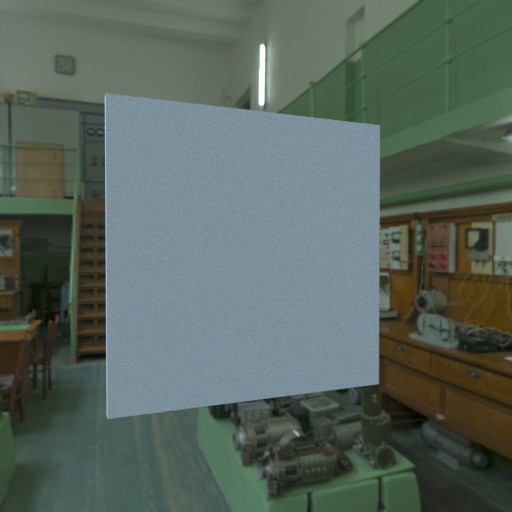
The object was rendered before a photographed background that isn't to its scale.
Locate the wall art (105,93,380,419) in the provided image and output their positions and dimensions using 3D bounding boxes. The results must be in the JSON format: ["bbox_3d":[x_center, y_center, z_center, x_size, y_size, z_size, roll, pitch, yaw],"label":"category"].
[{"bbox_3d":[0.000,0.000,0.872,0.559,0.559,0.028,0,1,-21],"label":"wall art"}]
